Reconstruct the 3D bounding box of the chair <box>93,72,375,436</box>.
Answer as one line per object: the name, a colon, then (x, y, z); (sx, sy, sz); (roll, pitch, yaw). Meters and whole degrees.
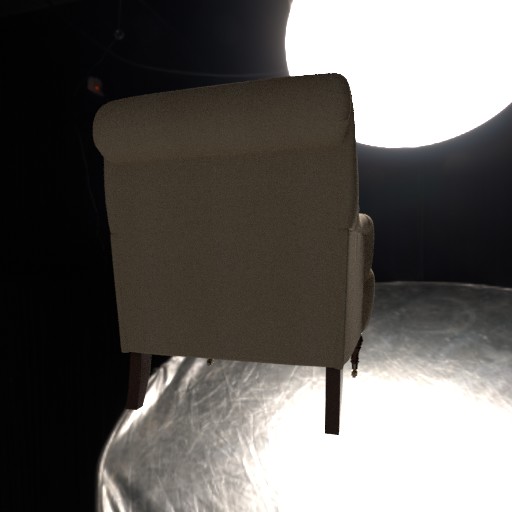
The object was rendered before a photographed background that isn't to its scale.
chair: (0.000, 0.000, 1.542); (0.766, 0.944, 0.842); (0, 0, 18)
